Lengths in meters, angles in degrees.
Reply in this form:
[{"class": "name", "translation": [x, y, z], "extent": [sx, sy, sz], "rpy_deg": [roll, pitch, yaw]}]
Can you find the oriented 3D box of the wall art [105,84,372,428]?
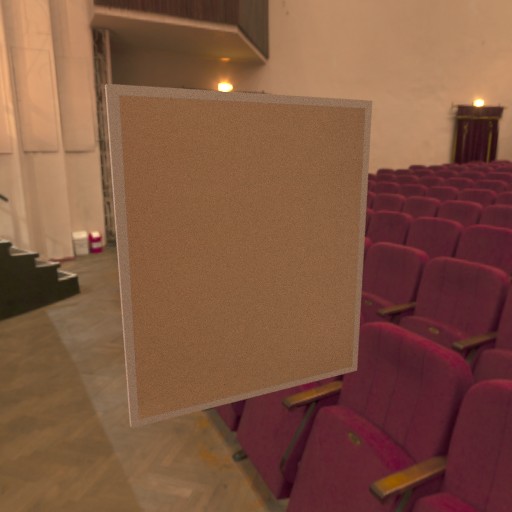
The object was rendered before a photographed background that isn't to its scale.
[{"class": "wall art", "translation": [0.000, 0.000, 0.804], "extent": [0.482, 0.557, 0.012], "rpy_deg": [-6, 14, -25]}]
